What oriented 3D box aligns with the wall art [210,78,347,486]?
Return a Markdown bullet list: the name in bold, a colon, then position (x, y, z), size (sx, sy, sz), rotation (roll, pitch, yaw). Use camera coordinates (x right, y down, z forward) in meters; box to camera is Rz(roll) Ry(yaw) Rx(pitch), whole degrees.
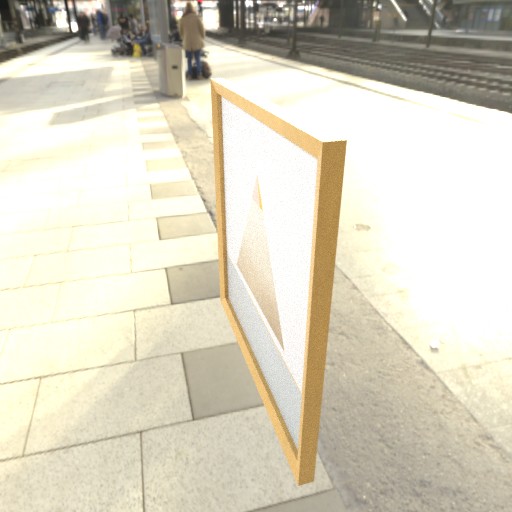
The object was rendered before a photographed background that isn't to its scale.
- **wall art**: position (0.000, 0.000, 2.866), size (0.097, 1.936, 1.935), rotation (-8, 29, -15)
